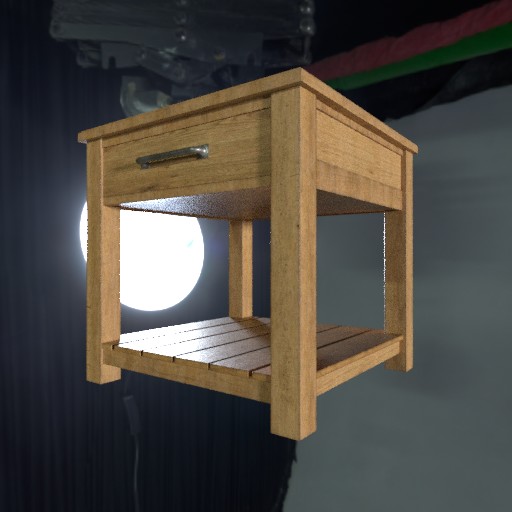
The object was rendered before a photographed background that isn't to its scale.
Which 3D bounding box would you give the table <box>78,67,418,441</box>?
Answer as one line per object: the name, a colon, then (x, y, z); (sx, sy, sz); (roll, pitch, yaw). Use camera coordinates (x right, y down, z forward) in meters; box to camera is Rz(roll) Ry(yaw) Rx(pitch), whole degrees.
table: (0.000, 0.000, 1.112); (0.616, 0.593, 0.612); (0, 0, 36)
